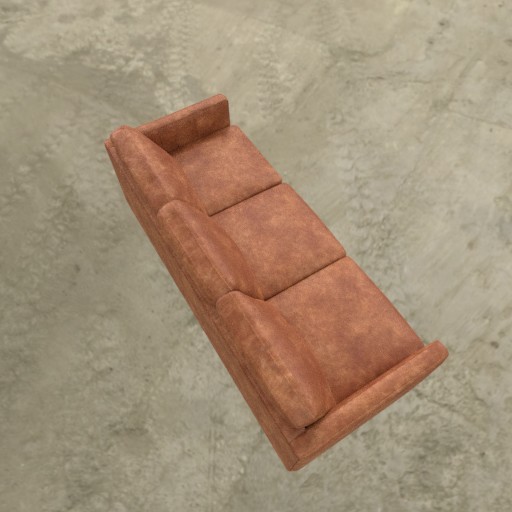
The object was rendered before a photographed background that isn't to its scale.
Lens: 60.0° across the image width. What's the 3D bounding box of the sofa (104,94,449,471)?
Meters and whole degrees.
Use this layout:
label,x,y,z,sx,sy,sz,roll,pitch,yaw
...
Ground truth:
label,x,y,z,sx,sy,sz,roll,pitch,yaw
sofa,0.000,0.000,3.008,1.045,1.006,2.464,-28,63,-16
